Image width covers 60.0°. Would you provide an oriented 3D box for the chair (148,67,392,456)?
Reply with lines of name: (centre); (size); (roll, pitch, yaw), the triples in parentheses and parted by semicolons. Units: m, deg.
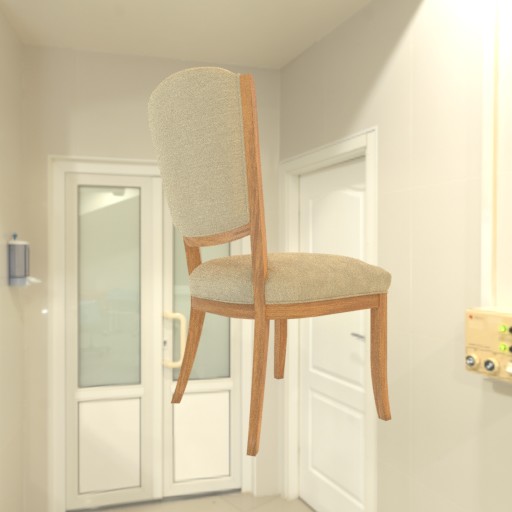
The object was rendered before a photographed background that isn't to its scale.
chair: (0.000, 0.000, 1.280); (0.584, 0.905, 0.513); (0, 0, -34)
